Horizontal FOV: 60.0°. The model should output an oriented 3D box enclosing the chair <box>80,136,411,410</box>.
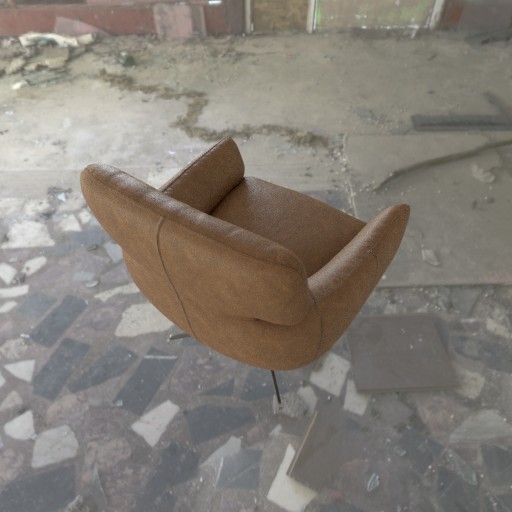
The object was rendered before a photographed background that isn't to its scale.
[{"bbox_3d":[0.000,0.000,1.354,0.706,0.812,0.715,26,52,23],"label":"chair"}]
